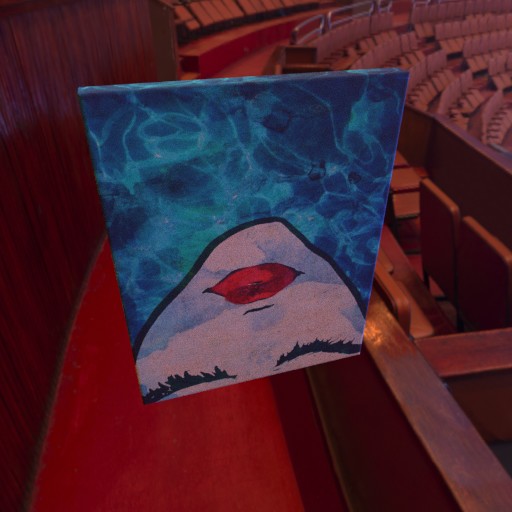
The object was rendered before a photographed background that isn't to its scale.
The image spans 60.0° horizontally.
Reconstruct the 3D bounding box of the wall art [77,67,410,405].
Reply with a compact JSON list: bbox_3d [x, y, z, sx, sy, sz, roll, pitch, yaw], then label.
[{"bbox_3d":[0.000,0.000,0.839,0.508,0.635,0.038,-9,34,-14],"label":"wall art"}]
